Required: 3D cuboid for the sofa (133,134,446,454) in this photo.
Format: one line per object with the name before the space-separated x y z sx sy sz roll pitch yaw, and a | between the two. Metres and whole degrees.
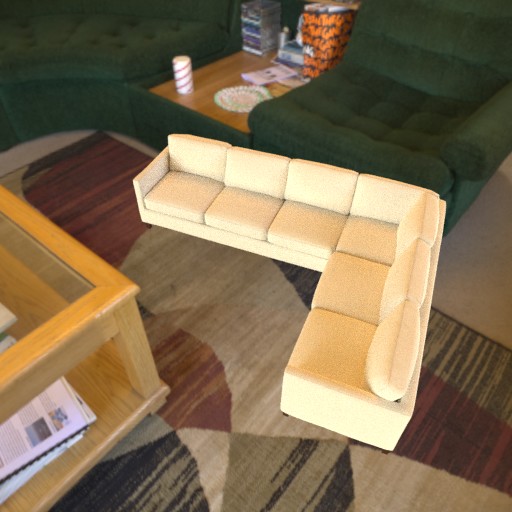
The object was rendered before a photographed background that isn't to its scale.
sofa | 0.000 0.000 4.403 3.302 0.947 2.593 16 47 15
